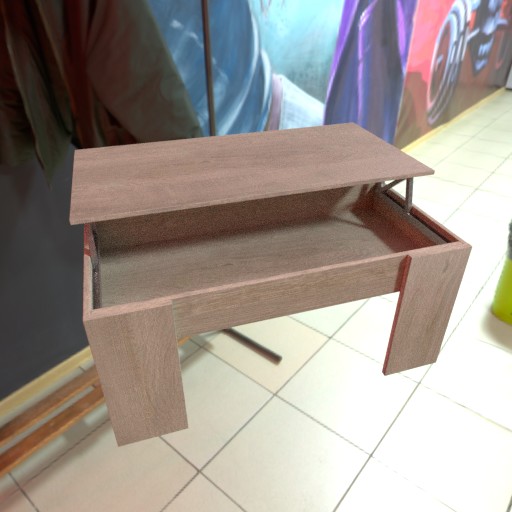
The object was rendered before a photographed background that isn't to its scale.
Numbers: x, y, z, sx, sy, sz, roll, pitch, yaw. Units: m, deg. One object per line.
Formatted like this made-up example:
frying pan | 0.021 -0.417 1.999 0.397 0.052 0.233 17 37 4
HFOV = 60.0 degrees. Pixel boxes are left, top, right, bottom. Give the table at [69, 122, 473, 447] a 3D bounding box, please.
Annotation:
table | 0.000 0.000 1.425 1.000 0.570 0.711 -10 34 -15
